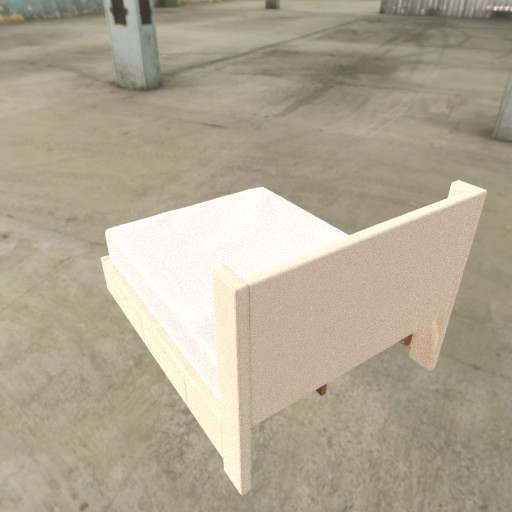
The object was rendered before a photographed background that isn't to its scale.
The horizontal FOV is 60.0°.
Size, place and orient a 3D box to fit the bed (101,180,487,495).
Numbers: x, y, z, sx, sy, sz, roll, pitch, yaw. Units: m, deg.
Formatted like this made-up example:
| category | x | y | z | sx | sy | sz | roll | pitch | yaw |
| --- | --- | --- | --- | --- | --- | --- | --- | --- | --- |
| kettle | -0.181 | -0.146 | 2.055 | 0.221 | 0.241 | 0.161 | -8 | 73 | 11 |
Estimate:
| category | x | y | z | sx | sy | sz | roll | pitch | yaw |
| --- | --- | --- | --- | --- | --- | --- | --- | --- | --- |
| bed | 0.000 | 0.000 | 3.373 | 1.765 | 1.471 | 2.280 | -20 | 37 | -29 |
